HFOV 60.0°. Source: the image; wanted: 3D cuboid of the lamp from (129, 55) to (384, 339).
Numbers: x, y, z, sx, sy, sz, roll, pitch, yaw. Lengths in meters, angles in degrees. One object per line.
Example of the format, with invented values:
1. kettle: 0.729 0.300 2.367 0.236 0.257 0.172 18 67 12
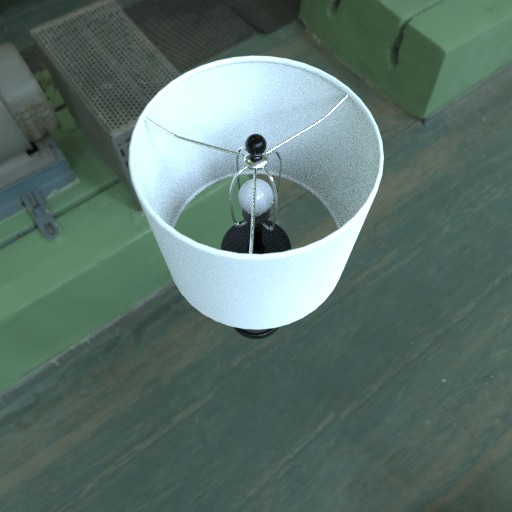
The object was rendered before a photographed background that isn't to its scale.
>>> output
1. lamp: 0.000 0.000 0.806 0.305 0.634 0.305 -35 69 -16
